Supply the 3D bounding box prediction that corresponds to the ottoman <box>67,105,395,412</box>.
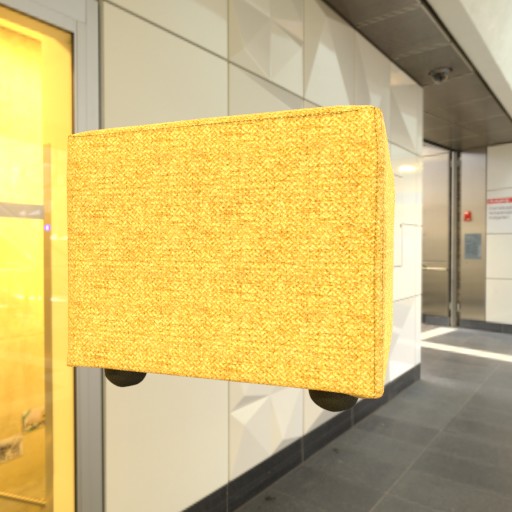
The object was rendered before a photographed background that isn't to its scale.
[{"bbox_3d":[0.000,0.000,0.871,0.512,0.441,0.505,0,1,18],"label":"ottoman"}]
